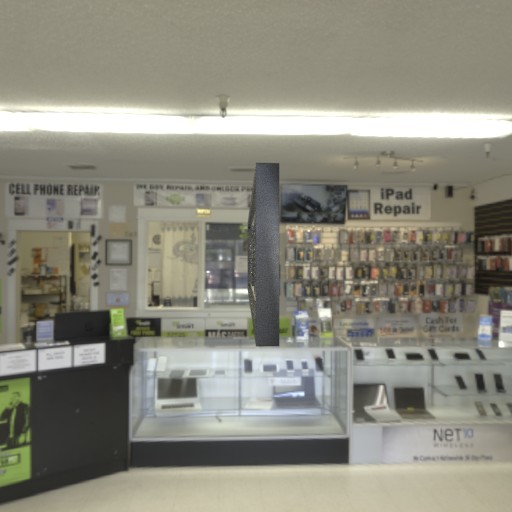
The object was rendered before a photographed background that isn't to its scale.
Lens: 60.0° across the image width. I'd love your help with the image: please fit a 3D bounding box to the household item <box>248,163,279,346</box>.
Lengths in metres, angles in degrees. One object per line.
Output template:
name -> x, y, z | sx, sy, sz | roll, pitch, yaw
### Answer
household item -> 0.000, 0.000, 1.068 | 0.030, 0.236, 1.001 | 0, 0, -2
